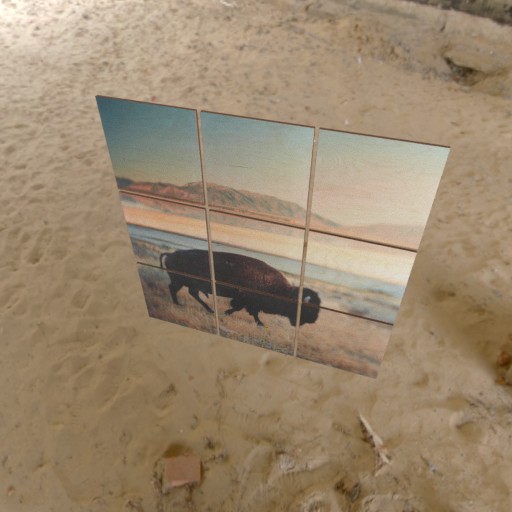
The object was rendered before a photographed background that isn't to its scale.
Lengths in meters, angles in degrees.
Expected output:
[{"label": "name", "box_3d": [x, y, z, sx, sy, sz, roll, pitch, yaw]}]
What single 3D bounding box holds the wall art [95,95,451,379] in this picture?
[{"label": "wall art", "box_3d": [0.000, 0.000, 1.868, 1.221, 1.218, 0.019, 13, 43, 14]}]
